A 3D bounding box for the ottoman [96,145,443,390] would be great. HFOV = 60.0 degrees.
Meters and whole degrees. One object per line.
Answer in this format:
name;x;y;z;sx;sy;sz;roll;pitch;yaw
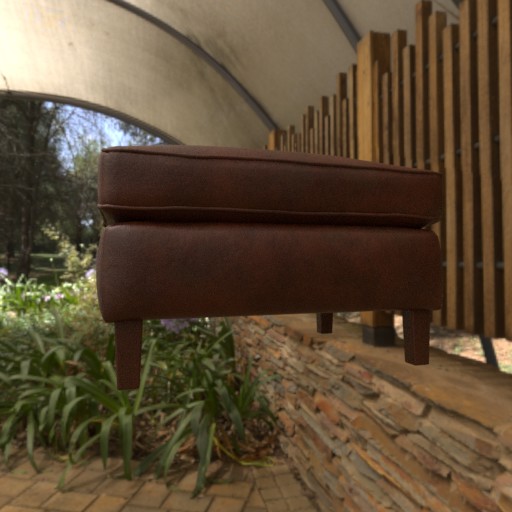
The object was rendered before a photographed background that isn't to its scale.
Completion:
ottoman;0.000;0.000;0.995;0.665;0.432;0.501;0;-1;-18
